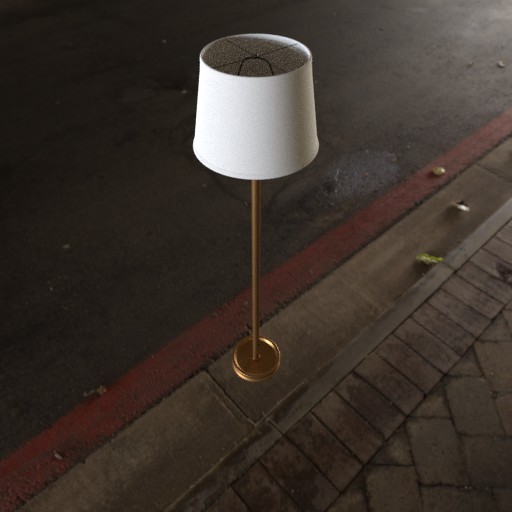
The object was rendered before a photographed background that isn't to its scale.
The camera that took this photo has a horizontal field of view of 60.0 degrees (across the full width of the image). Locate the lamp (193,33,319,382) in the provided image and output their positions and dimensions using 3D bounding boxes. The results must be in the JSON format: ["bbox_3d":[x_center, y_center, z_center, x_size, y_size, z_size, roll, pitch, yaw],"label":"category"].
[{"bbox_3d":[0.000,0.000,0.798,0.178,0.710,0.178,0,46,0],"label":"lamp"}]
